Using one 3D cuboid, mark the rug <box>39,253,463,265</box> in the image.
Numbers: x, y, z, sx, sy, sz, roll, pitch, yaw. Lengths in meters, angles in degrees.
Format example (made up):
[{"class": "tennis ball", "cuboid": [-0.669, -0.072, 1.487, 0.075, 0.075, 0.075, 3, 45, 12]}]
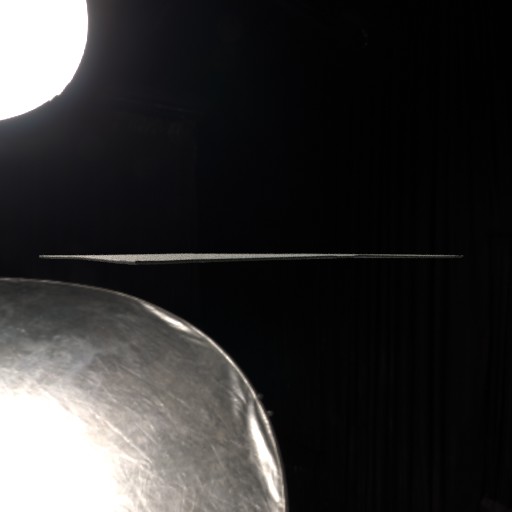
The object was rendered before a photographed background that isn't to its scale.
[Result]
[{"class": "rug", "cuboid": [0.000, 0.000, 5.149, 4.078, 0.052, 2.802, -1, 1, -37]}]
